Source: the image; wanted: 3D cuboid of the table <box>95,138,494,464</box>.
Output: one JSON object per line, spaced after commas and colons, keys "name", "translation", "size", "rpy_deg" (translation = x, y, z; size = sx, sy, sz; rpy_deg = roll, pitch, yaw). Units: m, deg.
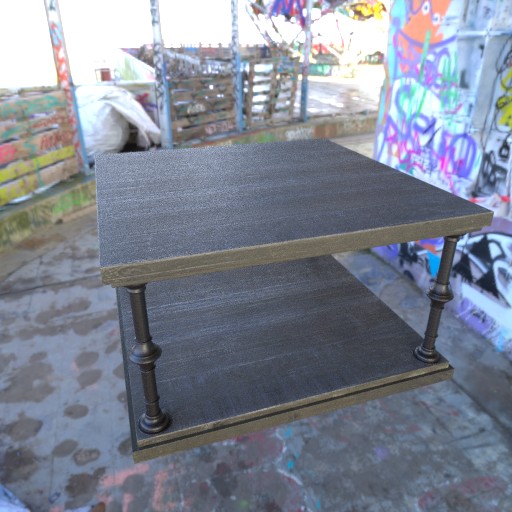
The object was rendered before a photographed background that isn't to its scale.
{"name": "table", "translation": [0.000, 0.000, 1.104], "size": [0.696, 0.400, 0.696], "rpy_deg": [-8, 28, -17]}
